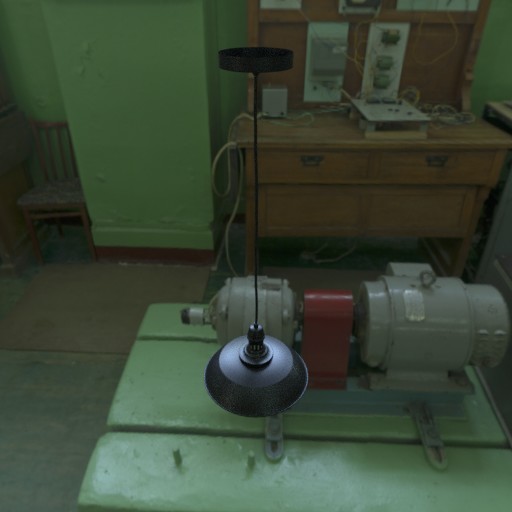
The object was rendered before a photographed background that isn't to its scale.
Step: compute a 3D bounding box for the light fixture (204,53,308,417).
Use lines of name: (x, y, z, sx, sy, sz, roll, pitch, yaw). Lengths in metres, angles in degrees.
light fixture: (0.000, 0.000, 1.178, 0.331, 0.993, 0.331, 0, 32, 1)
